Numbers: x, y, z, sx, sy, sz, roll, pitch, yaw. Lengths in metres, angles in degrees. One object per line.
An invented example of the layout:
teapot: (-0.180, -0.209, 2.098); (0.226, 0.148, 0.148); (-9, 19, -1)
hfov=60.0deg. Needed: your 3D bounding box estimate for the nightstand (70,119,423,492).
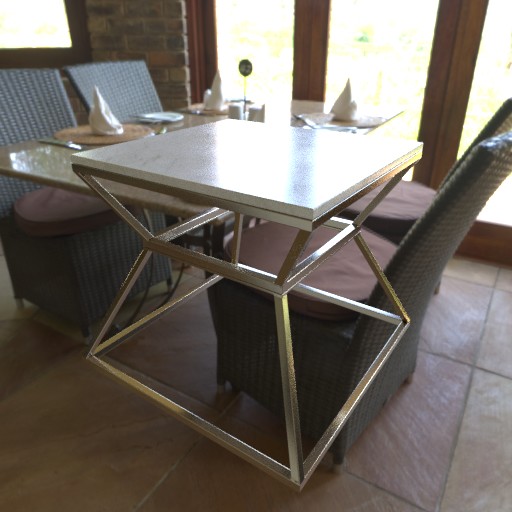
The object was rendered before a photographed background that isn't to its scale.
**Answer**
nightstand: (0.000, 0.000, 0.879); (0.513, 0.426, 0.514); (17, 31, 31)
